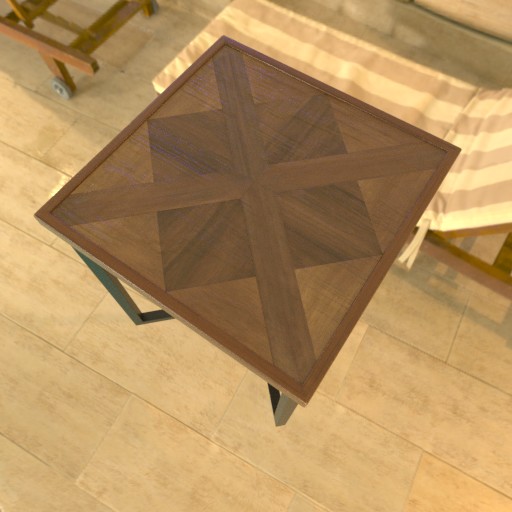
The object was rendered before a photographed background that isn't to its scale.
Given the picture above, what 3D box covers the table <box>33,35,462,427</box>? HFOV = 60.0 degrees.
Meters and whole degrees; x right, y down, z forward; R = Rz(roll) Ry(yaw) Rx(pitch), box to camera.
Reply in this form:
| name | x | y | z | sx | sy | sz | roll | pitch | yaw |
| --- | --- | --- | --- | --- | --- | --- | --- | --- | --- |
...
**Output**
| name | x | y | z | sx | sy | sz | roll | pitch | yaw |
| --- | --- | --- | --- | --- | --- | --- | --- | --- | --- |
| table | 0.000 | 0.000 | 0.973 | 0.503 | 0.563 | 0.503 | 32 | 68 | 14 |
